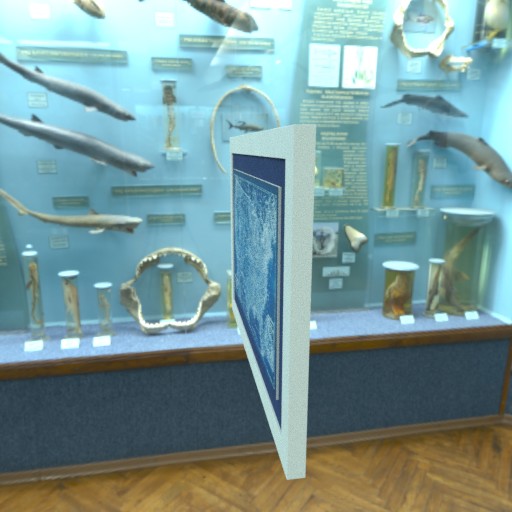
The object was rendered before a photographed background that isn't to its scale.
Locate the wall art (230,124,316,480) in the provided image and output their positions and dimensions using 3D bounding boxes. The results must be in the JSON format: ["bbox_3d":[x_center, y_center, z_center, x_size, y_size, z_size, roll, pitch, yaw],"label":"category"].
[{"bbox_3d":[0.000,0.000,1.695,0.051,0.902,1.308,-2,14,-9],"label":"wall art"}]
